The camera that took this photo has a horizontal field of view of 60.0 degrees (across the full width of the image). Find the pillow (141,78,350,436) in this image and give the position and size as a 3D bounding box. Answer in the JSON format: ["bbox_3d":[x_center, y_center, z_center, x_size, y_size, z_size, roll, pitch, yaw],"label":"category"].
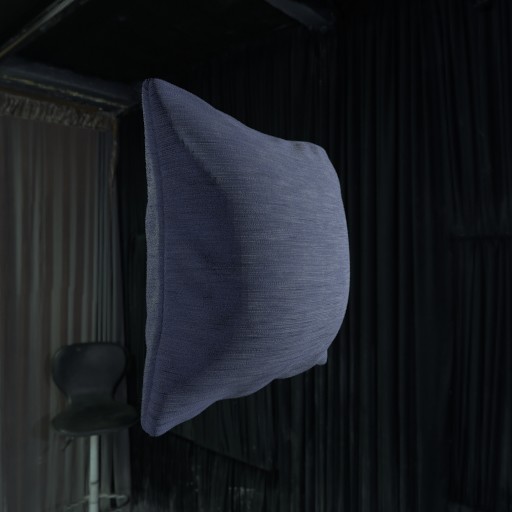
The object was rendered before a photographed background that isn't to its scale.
[{"bbox_3d":[0.000,0.000,0.677,0.246,0.414,0.432,0,0,36],"label":"pillow"}]
